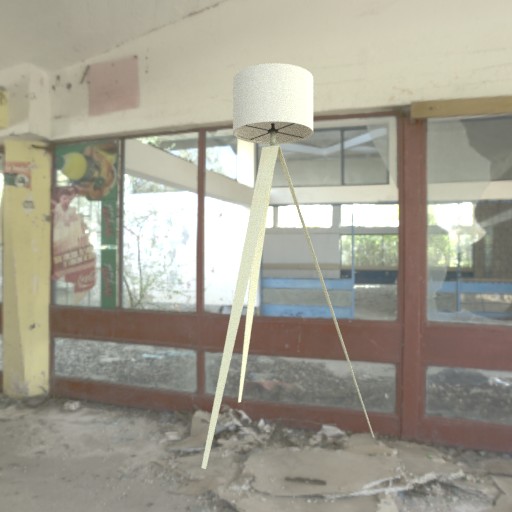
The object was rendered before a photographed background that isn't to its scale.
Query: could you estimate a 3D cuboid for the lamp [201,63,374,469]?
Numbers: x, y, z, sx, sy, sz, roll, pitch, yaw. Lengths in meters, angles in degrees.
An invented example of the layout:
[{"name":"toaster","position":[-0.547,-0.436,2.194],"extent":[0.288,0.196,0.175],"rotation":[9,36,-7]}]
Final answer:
[{"name":"lamp","position":[0.000,0.000,1.940],"extent":[0.724,1.524,0.716],"rotation":[0,0,-36]}]
